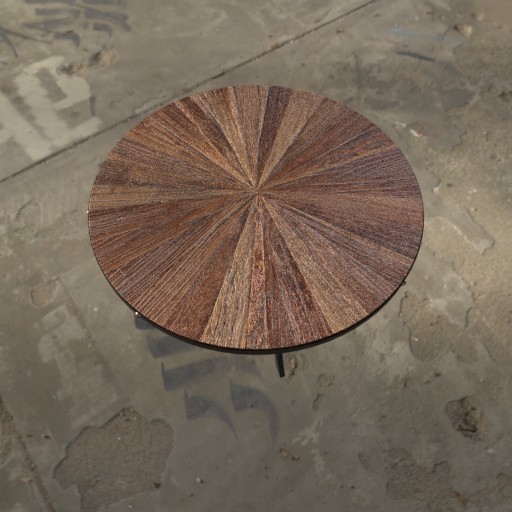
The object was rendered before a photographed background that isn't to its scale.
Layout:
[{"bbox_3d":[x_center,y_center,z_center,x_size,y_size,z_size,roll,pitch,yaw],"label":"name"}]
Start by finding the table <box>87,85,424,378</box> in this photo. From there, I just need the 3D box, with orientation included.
[{"bbox_3d":[0.000,0.000,1.465,0.885,0.658,0.885,0,58,0],"label":"table"}]
